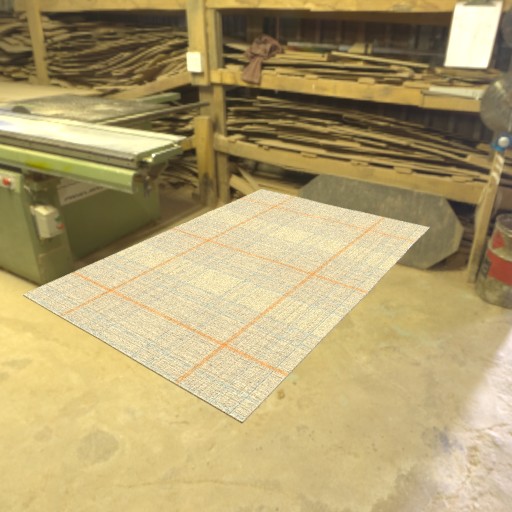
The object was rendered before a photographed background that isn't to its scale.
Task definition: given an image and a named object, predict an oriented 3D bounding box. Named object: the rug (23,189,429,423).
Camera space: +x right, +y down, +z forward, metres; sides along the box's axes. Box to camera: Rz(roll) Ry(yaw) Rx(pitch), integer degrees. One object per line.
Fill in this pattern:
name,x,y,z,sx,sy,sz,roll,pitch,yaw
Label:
rug,0.000,0.000,2.297,1.232,0.015,1.825,18,32,32
